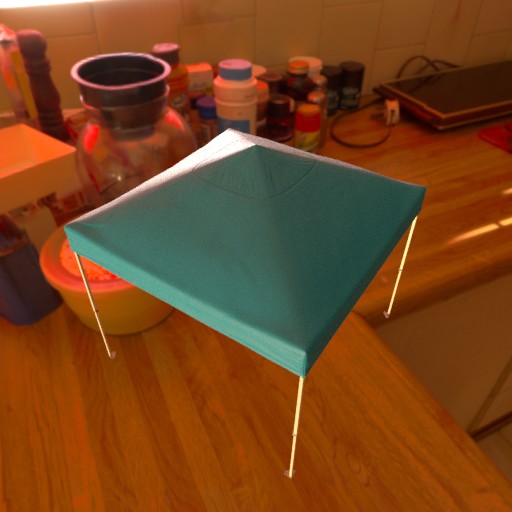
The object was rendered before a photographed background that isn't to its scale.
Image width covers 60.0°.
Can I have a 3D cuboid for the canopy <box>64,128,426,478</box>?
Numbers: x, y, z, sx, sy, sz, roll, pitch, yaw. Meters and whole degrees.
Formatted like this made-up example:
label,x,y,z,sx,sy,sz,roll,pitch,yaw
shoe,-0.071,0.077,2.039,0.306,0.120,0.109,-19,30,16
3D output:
label,x,y,z,sx,sy,sz,roll,pitch,yaw
canopy,0.000,0.000,5.525,2.998,2.997,2.996,24,46,25
